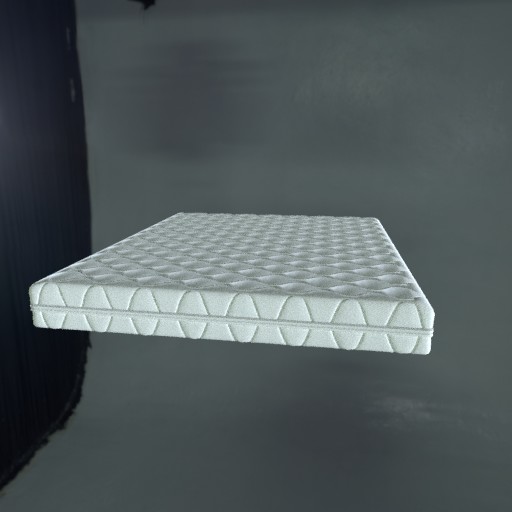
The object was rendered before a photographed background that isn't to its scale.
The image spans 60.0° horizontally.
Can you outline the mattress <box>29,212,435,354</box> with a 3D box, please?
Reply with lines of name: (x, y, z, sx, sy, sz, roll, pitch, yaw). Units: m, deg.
mattress: (0.000, 0.000, 2.612, 1.600, 0.200, 1.900, 2, 15, 9)
